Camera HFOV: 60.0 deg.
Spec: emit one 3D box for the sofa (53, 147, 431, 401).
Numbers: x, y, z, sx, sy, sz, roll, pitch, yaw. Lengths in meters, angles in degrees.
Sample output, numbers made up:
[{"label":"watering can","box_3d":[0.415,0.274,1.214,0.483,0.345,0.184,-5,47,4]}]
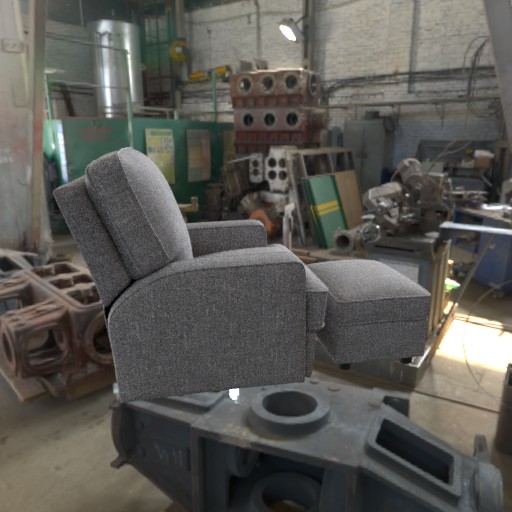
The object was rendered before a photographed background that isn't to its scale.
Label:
[{"label":"sofa","box_3d":[0.000,0.000,2.001,1.472,0.959,0.861,-3,16,-10]}]
